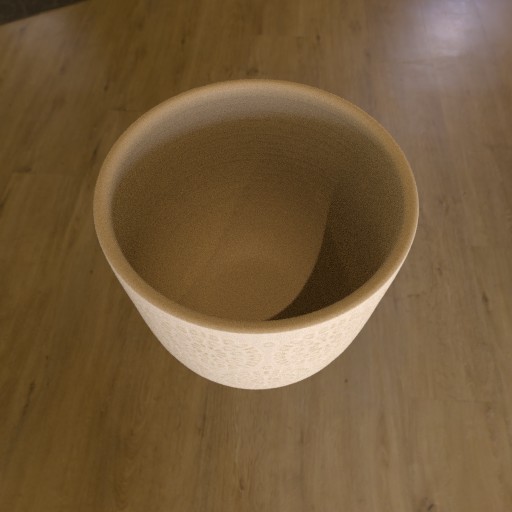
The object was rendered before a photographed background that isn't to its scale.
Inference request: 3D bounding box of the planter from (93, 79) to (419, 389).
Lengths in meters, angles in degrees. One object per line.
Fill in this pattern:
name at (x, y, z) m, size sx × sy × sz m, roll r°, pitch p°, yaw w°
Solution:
planter at (0.000, 0.000, 0.299) m, size 0.170 × 0.152 × 0.170 m, roll 0°, pitch 59°, yaw 0°
